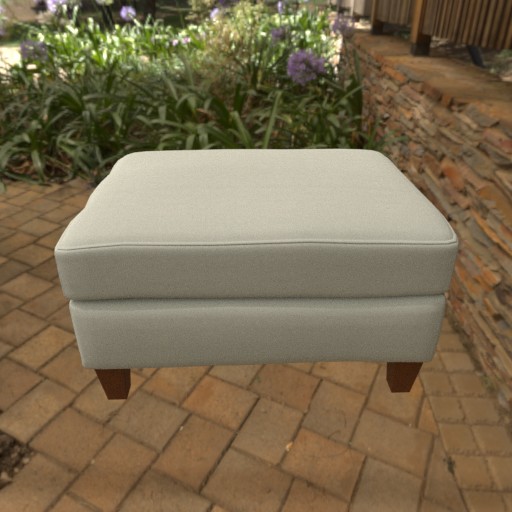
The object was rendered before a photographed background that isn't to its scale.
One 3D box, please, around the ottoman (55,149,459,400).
[{"bbox_3d":[0.000,0.000,1.210,0.818,0.496,0.634,-1,30,-2],"label":"ottoman"}]
